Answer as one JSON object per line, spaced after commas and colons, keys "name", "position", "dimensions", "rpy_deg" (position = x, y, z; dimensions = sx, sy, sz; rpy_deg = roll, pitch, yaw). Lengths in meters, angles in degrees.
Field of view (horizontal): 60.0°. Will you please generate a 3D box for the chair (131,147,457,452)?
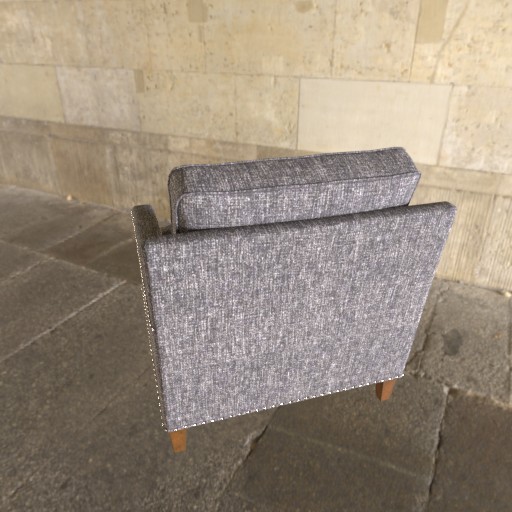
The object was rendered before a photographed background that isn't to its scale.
{"name": "chair", "position": [0.000, 0.000, 1.670], "dimensions": [0.853, 0.943, 1.014], "rpy_deg": [-8, 28, -15]}
